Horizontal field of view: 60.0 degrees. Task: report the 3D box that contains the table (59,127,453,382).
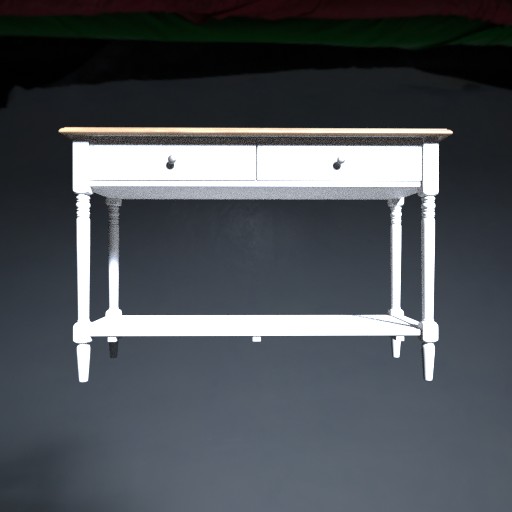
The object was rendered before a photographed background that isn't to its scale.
[{"bbox_3d":[0.000,0.000,1.574,1.219,0.800,0.399,0,0,-1],"label":"table"}]
